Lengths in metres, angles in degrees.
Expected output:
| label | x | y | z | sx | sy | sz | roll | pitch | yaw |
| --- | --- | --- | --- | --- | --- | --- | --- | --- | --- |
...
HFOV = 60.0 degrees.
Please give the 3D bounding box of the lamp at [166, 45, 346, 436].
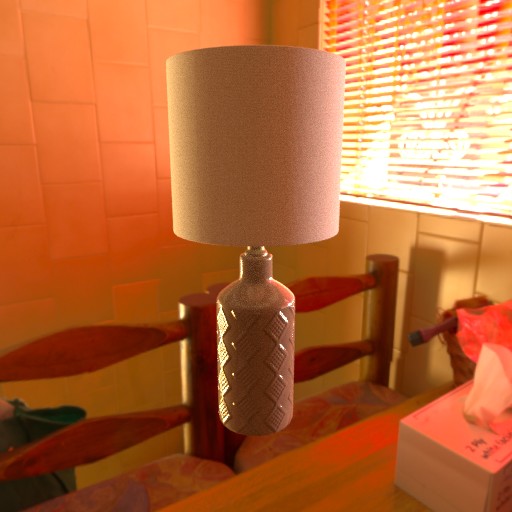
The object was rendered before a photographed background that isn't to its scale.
| label | x | y | z | sx | sy | sz | roll | pitch | yaw |
| --- | --- | --- | --- | --- | --- | --- | --- | --- | --- |
| lamp | 0.000 | 0.000 | 0.573 | 0.207 | 0.461 | 0.207 | 7 | 15 | 26 |
